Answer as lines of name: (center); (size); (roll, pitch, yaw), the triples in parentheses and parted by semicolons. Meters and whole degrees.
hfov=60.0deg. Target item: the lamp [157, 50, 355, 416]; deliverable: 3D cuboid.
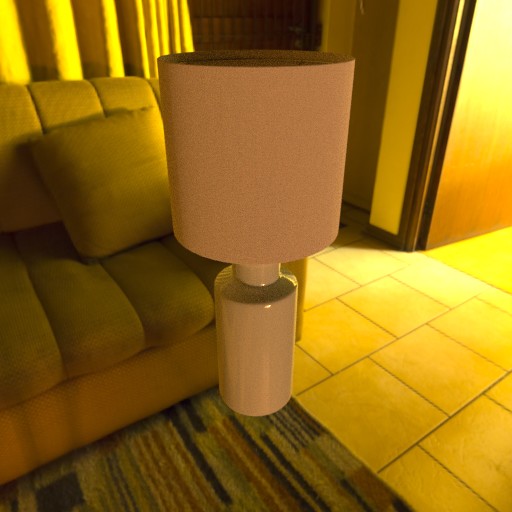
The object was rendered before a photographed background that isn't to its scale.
lamp: (0.000, 0.000, 0.599); (0.212, 0.493, 0.212); (19, 34, 30)
